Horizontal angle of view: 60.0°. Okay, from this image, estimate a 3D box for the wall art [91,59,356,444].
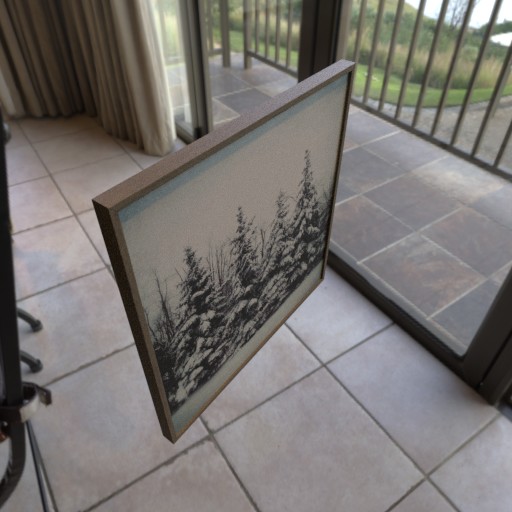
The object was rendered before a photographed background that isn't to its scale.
[{"bbox_3d":[0.000,0.000,1.130,0.039,0.758,0.758,27,49,27],"label":"wall art"}]
